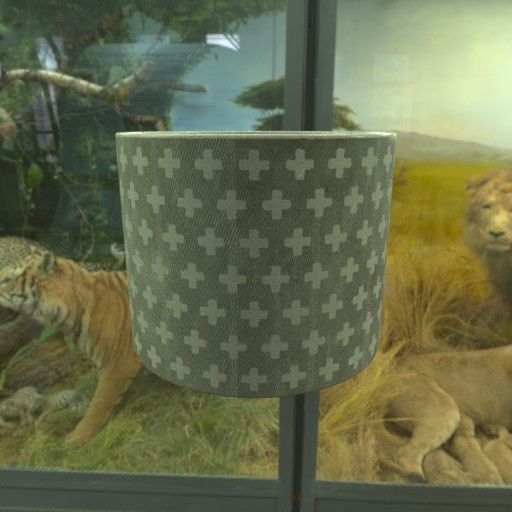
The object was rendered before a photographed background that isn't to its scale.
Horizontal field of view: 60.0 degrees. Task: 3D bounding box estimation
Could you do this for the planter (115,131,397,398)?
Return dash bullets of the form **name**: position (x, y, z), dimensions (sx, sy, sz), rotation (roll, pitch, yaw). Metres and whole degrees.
- **planter**: position (0.000, 0.000, 0.337), dimensions (0.190, 0.181, 0.190), rotation (0, 16, 0)
